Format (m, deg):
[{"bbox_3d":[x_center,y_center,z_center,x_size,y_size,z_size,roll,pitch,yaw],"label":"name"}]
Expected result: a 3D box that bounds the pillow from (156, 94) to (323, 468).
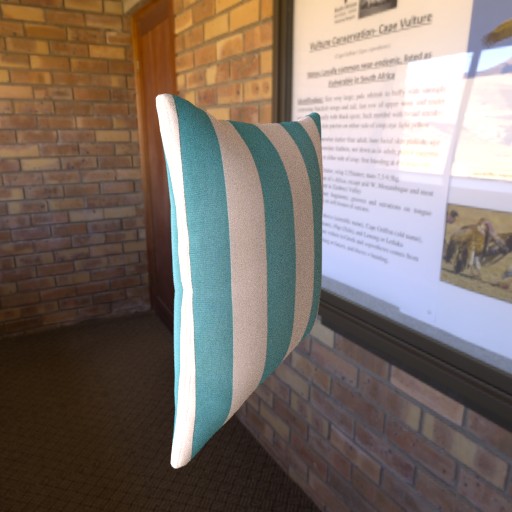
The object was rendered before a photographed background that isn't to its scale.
[{"bbox_3d":[0.000,0.000,0.815,0.189,0.526,0.536,8,17,26],"label":"pillow"}]
